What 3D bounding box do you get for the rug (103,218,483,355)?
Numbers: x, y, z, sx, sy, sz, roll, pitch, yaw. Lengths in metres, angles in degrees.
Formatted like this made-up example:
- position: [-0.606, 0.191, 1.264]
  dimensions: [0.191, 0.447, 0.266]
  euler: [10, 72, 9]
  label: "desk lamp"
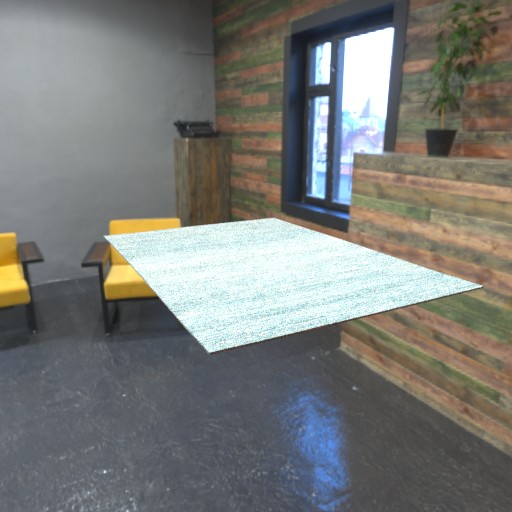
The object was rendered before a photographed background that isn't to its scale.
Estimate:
- position: [0.000, 0.000, 2.998]
  dimensions: [1.611, 0.026, 2.260]
  euler: [-8, 18, -27]
  label: "rug"
